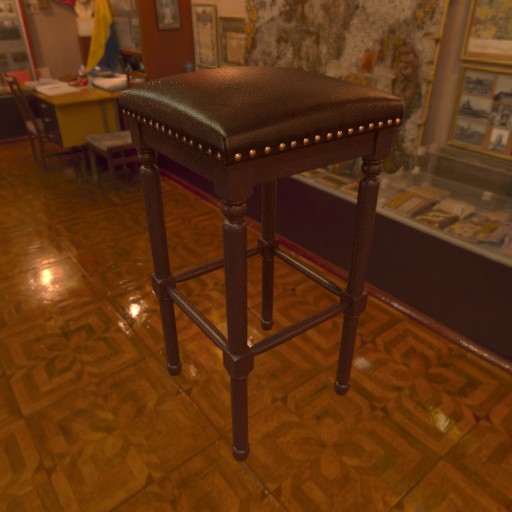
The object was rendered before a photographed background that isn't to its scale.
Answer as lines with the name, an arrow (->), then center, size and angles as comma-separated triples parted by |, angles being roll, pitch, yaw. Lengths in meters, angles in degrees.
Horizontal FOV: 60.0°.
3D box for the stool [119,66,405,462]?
stool -> 0.000, 0.000, 0.979 | 0.383, 0.768, 0.382 | -20, 36, -31
